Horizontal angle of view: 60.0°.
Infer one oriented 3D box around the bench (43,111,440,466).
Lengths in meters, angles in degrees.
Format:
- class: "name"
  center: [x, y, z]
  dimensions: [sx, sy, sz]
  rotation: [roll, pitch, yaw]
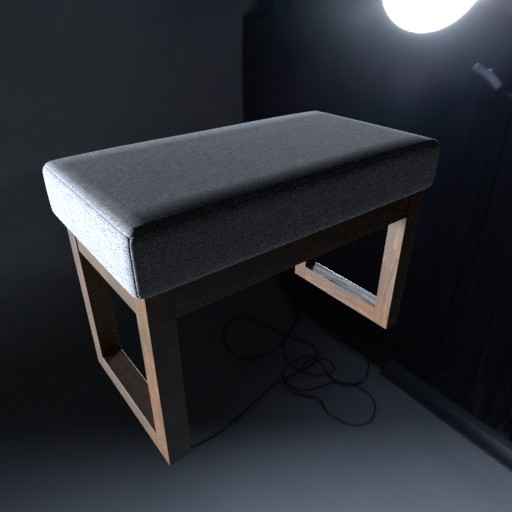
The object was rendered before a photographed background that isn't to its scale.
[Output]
- class: "bench"
  center: [0.000, 0.000, 0.942]
  dimensions: [0.681, 0.467, 0.366]
  rotation: [-22, 36, -32]
